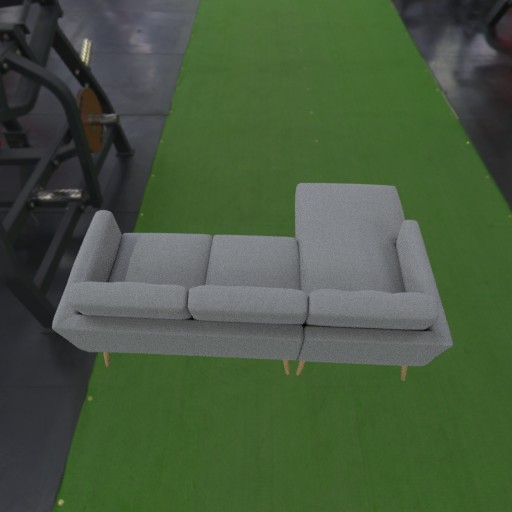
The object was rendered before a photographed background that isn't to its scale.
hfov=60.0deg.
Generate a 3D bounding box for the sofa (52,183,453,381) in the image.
[{"bbox_3d":[0.000,0.000,2.849,2.040,0.860,1.530,2,47,2],"label":"sofa"}]
